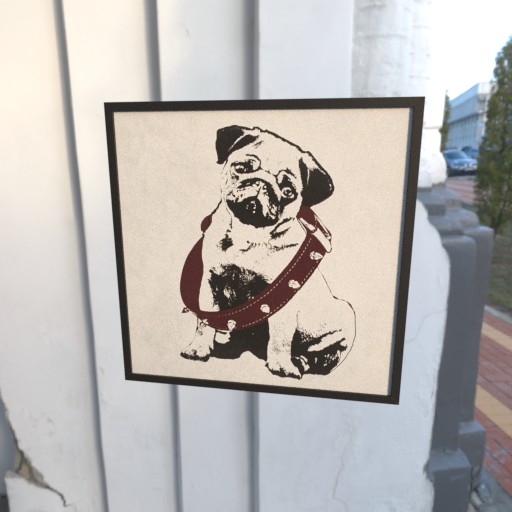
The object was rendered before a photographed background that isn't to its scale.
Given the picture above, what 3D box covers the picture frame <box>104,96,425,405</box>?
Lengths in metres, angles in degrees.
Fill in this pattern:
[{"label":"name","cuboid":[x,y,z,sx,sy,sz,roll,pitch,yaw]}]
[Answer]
[{"label":"picture frame","cuboid":[0.000,0.000,1.162,0.775,0.775,0.032,2,14,9]}]
